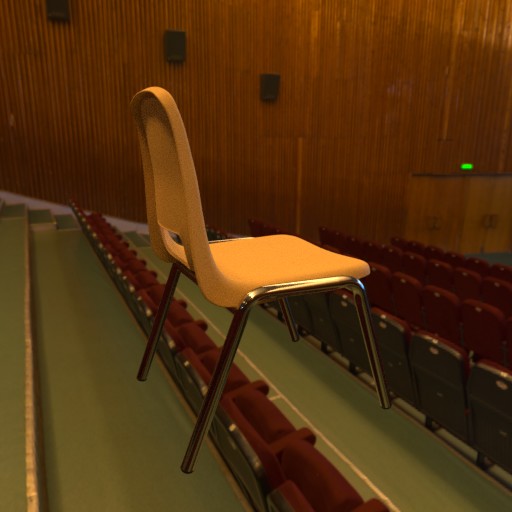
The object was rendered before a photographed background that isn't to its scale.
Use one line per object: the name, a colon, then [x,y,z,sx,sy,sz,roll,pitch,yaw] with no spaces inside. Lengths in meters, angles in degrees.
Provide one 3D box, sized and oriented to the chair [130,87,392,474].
chair: [0.000,0.000,0.848,0.423,0.586,0.354,-8,17,-26]
